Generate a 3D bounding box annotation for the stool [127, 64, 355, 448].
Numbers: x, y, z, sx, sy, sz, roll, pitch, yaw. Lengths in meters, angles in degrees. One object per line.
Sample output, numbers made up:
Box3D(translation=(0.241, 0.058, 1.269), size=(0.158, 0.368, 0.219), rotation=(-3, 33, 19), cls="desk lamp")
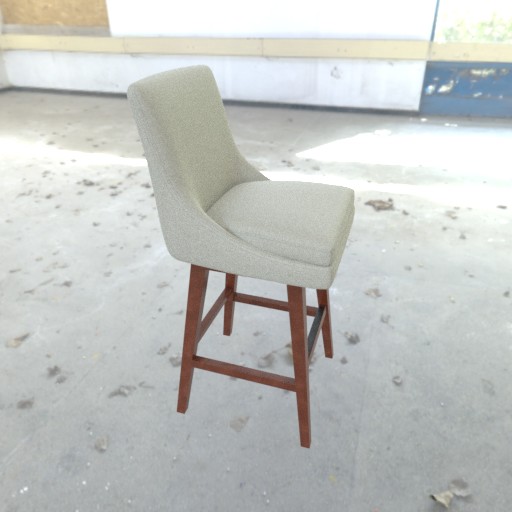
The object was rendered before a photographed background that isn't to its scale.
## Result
Box3D(translation=(0.000, 0.000, 1.430), size=(0.559, 1.092, 0.470), rotation=(9, 31, 16), cls="stool")
